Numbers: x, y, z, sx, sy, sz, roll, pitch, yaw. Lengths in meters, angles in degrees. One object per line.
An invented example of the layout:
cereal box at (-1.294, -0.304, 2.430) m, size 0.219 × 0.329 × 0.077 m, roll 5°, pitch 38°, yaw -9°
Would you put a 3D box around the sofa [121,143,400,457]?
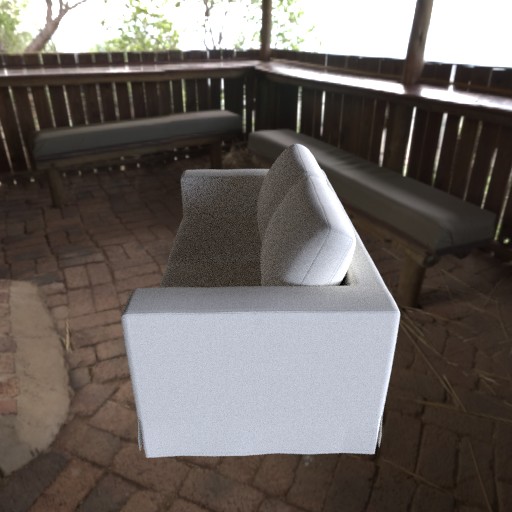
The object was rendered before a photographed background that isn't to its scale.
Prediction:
sofa at (0.000, 0.000, 2.429) m, size 1.009 × 0.932 × 1.813 m, roll -1°, pitch 27°, yaw -1°
